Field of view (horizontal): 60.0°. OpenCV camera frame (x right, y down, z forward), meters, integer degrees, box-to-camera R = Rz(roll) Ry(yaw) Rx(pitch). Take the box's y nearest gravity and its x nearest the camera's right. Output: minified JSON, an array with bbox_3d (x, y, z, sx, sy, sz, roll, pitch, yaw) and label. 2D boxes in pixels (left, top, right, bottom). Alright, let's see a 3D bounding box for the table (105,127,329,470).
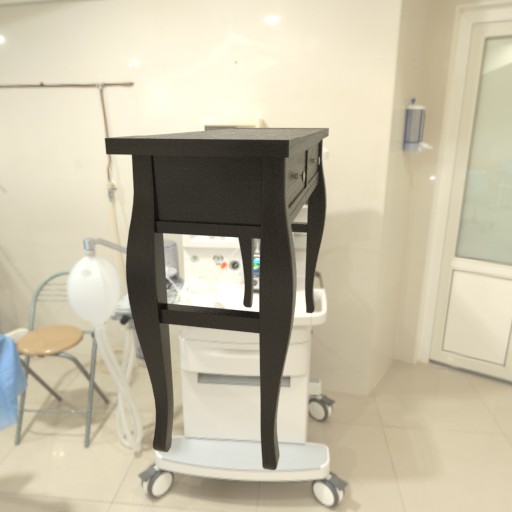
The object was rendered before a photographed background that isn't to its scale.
[{"bbox_3d":[0.000,0.000,1.417,0.373,0.768,1.062,4,18,12],"label":"table"}]
